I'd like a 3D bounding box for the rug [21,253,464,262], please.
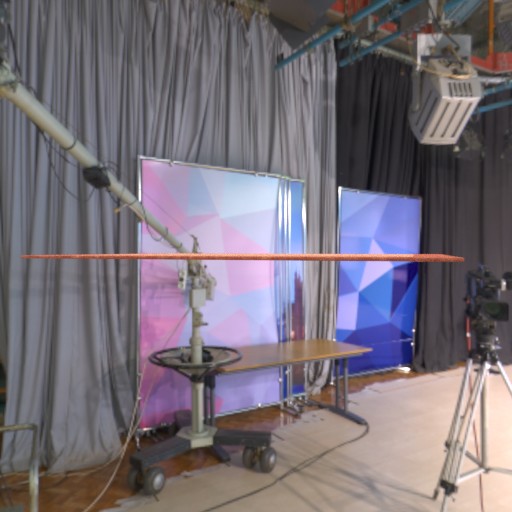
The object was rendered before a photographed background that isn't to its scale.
[{"bbox_3d":[0.000,0.000,2.279,1.829,0.014,1.219,0,1,19],"label":"rug"}]
